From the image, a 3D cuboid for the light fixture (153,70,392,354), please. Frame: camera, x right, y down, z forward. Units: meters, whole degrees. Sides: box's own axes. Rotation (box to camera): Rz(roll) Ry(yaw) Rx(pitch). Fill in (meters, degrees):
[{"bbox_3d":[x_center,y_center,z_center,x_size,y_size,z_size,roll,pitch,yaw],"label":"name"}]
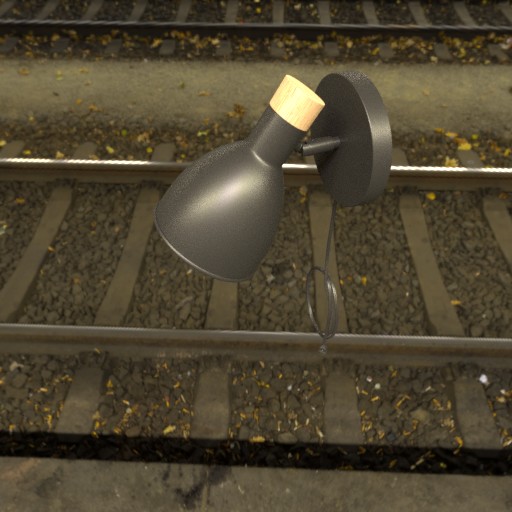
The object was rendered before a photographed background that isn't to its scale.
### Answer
[{"bbox_3d":[0.000,0.000,0.500,0.203,0.401,0.127,-14,49,-13],"label":"light fixture"}]
